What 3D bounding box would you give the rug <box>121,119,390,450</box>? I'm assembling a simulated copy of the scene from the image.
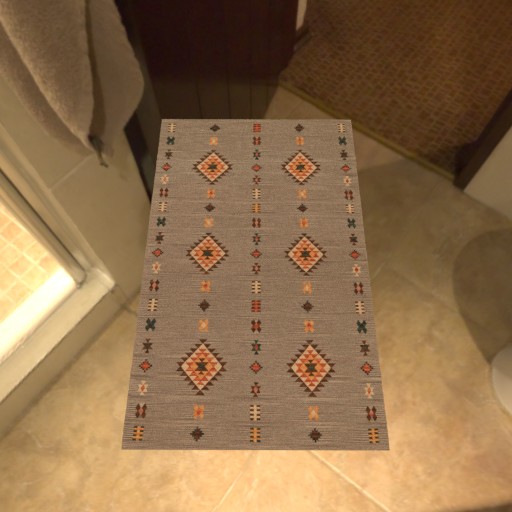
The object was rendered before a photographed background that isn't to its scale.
[{"bbox_3d":[0.000,0.000,3.023,1.515,0.007,2.427,0,64,0],"label":"rug"}]
